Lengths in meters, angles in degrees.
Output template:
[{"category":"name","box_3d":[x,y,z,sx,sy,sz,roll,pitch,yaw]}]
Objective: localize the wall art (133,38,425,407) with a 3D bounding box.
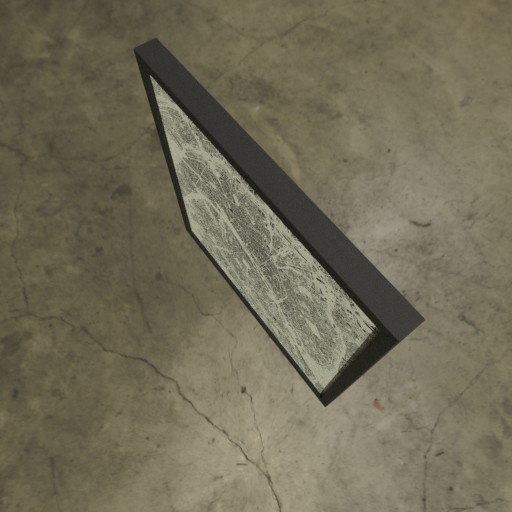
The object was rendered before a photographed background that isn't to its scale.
[{"category":"wall art","box_3d":[0.000,0.000,0.749,0.037,0.508,0.508,-34,69,-15]}]
